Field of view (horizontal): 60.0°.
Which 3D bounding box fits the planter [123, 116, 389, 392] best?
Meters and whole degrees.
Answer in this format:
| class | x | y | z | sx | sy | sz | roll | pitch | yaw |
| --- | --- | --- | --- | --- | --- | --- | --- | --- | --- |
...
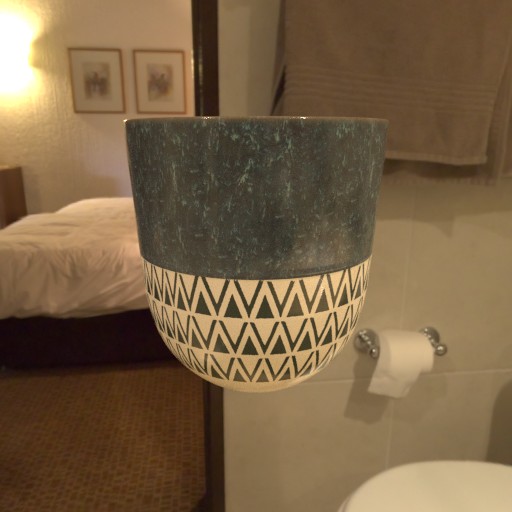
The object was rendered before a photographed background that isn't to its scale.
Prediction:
| class | x | y | z | sx | sy | sz | roll | pitch | yaw |
| --- | --- | --- | --- | --- | --- | --- | --- | --- | --- |
| planter | 0.000 | 0.000 | 0.367 | 0.195 | 0.214 | 0.195 | 0 | 16 | 0 |
